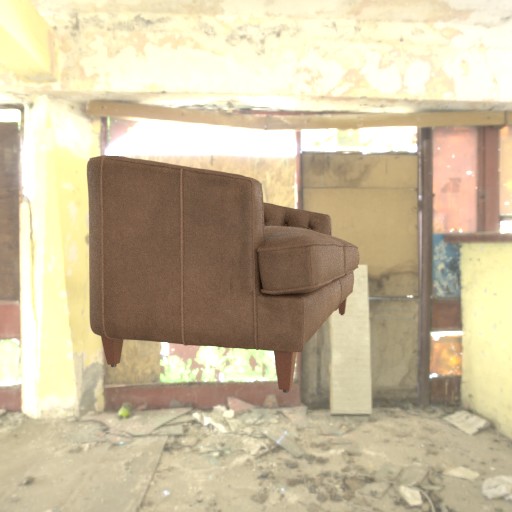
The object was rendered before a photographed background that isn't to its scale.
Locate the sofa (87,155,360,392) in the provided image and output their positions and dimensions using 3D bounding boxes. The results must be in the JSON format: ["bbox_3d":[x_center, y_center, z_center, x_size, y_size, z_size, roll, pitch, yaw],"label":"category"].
[{"bbox_3d":[0.000,0.000,2.224,0.917,0.799,1.767,0,1,17],"label":"sofa"}]
